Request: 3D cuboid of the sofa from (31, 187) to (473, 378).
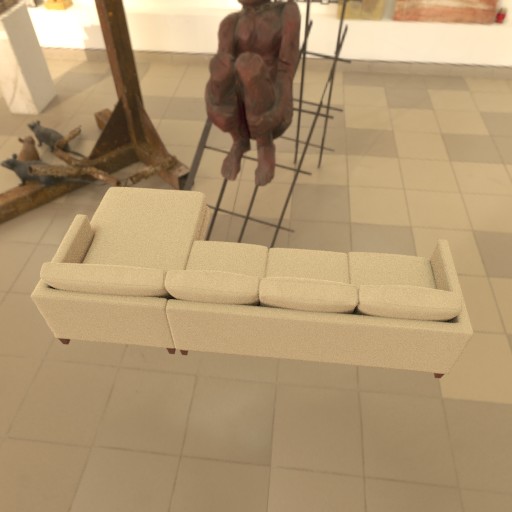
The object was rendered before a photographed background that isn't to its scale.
[{"bbox_3d":[0.000,0.000,3.861,3.186,0.861,1.625,4,47,4],"label":"sofa"}]
